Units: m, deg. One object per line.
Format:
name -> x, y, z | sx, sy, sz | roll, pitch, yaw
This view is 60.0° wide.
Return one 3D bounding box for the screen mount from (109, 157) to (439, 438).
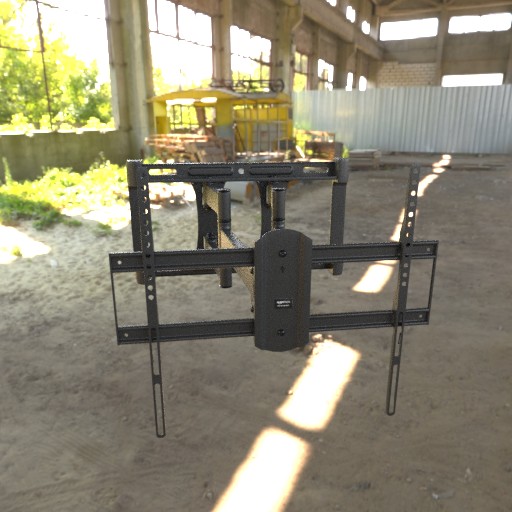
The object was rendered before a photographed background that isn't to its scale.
screen mount -> 0.000, 0.000, 0.931 | 0.571, 0.424, 0.556 | -2, 17, -8
